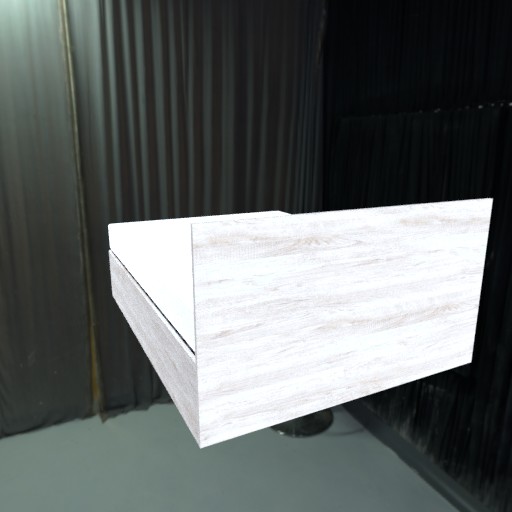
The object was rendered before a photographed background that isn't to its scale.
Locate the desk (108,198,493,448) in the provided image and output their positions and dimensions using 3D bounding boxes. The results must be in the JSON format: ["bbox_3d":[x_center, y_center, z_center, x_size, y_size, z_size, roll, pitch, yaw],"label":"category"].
[{"bbox_3d":[0.000,0.000,2.585,1.400,0.800,1.900,-7,16,-26],"label":"desk"}]
